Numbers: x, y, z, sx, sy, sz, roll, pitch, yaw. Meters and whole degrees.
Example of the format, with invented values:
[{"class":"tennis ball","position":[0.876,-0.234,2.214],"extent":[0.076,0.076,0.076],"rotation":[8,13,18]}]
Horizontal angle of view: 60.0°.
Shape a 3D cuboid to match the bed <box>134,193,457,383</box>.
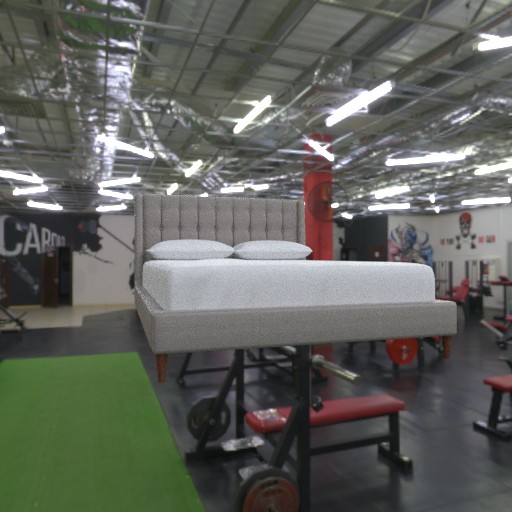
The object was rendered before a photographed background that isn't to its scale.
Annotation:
[{"class":"bed","position":[0.000,0.000,3.265],"extent":[1.656,1.147,2.232],"rotation":[0,0,-17]}]
